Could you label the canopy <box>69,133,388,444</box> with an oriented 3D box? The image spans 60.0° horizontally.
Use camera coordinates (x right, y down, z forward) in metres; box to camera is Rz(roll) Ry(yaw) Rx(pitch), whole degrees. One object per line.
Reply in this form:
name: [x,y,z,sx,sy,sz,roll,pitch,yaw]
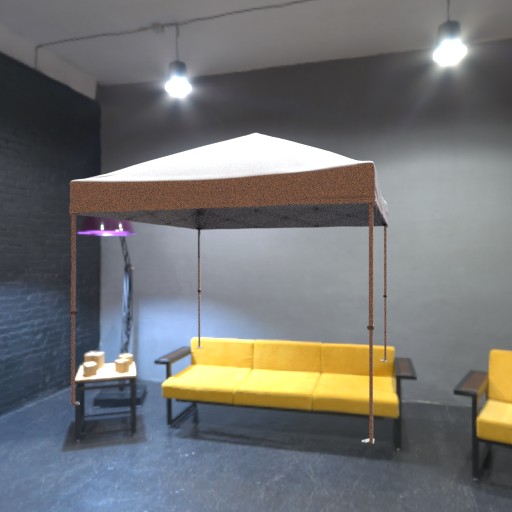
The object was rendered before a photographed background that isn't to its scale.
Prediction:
canopy: [0.000,0.000,5.403,2.998,2.997,2.996,0,0,18]
